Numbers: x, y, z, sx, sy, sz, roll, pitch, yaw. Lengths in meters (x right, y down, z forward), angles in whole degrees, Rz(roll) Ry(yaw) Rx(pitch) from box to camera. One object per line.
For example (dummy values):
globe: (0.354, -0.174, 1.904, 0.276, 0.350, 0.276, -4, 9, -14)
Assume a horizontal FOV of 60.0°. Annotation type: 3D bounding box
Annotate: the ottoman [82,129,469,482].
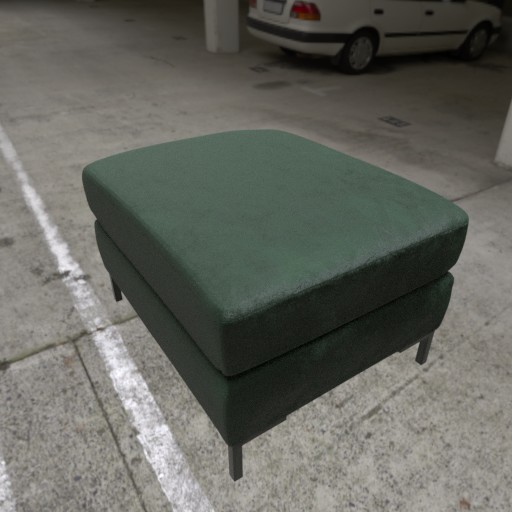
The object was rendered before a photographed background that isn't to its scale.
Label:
ottoman: (0.000, 0.000, 1.273, 0.701, 0.538, 0.839, -19, 37, -28)
